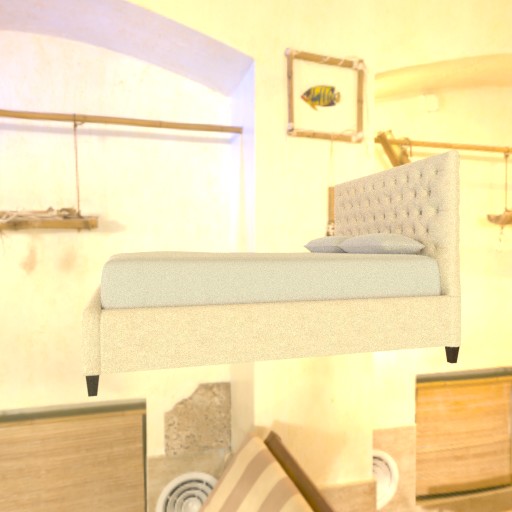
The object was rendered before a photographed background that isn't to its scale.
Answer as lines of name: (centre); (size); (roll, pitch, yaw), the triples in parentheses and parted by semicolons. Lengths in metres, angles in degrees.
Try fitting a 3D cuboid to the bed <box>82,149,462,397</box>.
bed: (0.000, 0.000, 3.411); (2.387, 1.427, 1.698); (0, 1, -17)
